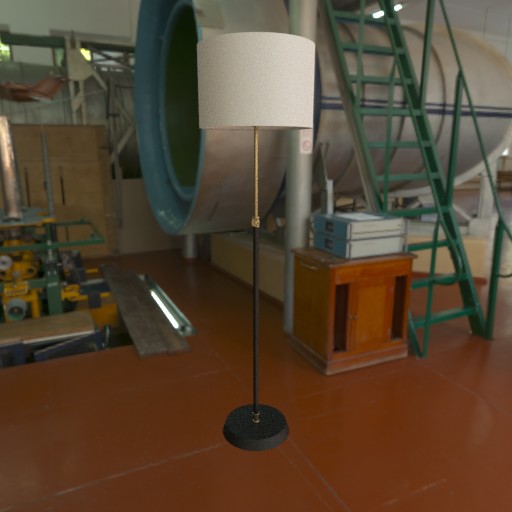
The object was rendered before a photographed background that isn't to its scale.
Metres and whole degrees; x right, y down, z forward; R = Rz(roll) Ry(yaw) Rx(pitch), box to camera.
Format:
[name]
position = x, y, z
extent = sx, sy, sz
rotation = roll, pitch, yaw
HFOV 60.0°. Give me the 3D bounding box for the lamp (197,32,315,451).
[lamp]
position = 0.000, 0.000, 1.705
extent = 0.404, 1.517, 0.404
rotation = 2, 14, 9
